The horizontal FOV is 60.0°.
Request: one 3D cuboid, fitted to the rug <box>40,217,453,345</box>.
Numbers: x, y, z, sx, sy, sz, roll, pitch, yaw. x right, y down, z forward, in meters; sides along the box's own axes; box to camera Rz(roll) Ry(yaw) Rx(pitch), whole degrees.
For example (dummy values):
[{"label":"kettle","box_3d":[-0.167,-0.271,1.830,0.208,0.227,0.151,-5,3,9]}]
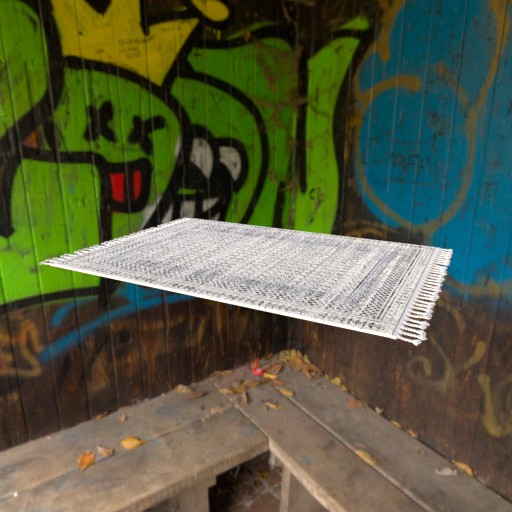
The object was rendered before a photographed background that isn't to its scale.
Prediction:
[{"label":"rug","box_3d":[0.000,0.000,2.363,1.872,0.013,1.243,9,19,26]}]
